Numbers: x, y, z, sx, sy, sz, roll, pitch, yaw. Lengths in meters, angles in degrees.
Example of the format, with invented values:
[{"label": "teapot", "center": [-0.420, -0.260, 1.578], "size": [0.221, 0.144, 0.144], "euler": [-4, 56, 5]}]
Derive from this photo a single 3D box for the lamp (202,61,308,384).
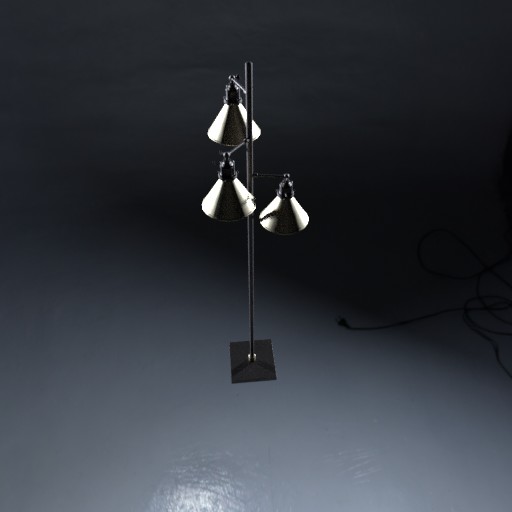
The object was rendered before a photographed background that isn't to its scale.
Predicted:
[{"label": "lamp", "center": [0.000, 0.000, 1.978], "size": [0.415, 1.716, 0.428], "euler": [-4, 45, -4]}]
